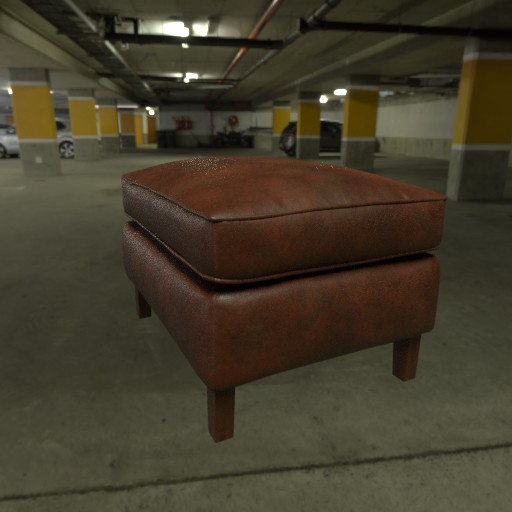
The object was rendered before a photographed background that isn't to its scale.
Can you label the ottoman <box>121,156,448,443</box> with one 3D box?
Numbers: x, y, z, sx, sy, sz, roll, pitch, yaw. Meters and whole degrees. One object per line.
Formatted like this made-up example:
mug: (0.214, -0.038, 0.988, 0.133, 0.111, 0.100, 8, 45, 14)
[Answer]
ottoman: (0.000, 0.000, 1.002, 0.501, 0.432, 0.665, -8, 18, -25)
